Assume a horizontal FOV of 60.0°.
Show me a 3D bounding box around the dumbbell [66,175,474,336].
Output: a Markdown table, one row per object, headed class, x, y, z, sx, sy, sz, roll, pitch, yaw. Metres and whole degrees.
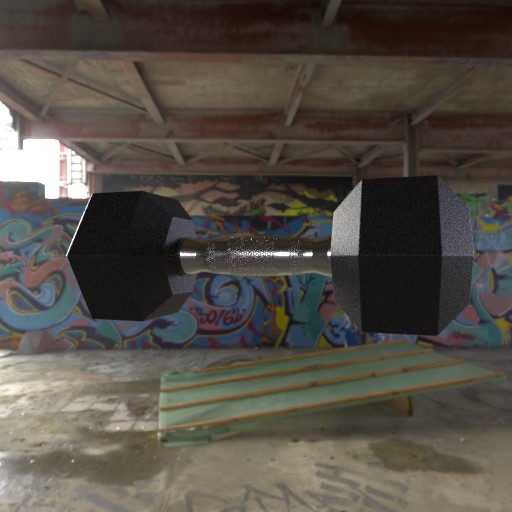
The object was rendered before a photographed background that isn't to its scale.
| class | x | y | z | sx | sy | sz | roll | pitch | yaw |
| --- | --- | --- | --- | --- | --- | --- | --- | --- | --- |
| dumbbell | 0.000 | 0.000 | 0.344 | 0.297 | 0.101 | 0.116 | 0 | 0 | 18 |
